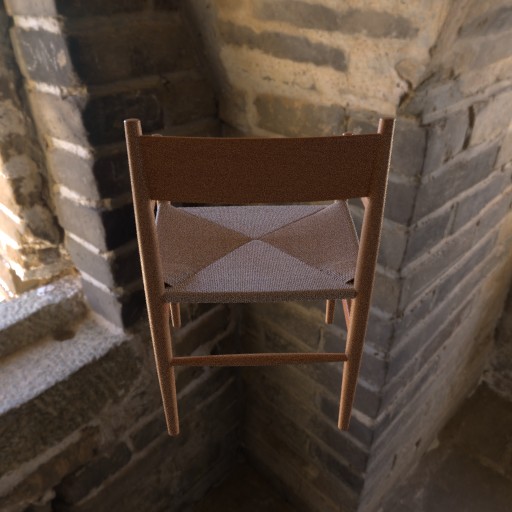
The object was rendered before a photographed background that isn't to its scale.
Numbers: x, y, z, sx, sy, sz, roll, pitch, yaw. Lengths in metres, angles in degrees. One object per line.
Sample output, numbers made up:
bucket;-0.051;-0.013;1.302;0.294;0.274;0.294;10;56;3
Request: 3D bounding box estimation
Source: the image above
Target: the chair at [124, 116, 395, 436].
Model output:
chair;0.000;0.000;1.110;0.556;0.762;0.495;-1;29;-2
